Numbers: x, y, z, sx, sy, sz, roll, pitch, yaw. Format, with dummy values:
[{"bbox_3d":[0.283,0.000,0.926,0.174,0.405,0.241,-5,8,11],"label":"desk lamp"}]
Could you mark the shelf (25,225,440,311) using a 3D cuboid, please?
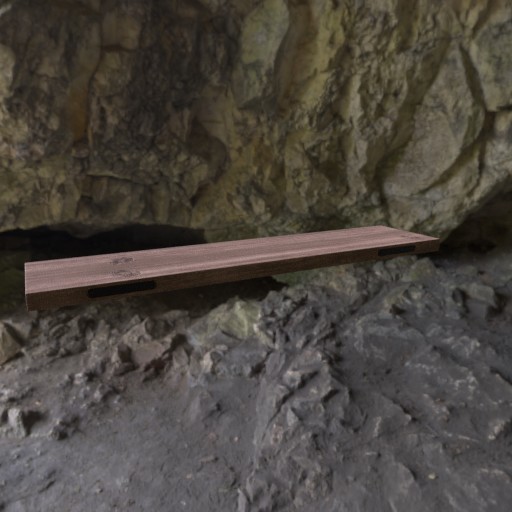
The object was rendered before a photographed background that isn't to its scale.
[{"bbox_3d":[0.000,0.000,0.658,0.610,0.020,0.140,-7,16,-26],"label":"shelf"}]
